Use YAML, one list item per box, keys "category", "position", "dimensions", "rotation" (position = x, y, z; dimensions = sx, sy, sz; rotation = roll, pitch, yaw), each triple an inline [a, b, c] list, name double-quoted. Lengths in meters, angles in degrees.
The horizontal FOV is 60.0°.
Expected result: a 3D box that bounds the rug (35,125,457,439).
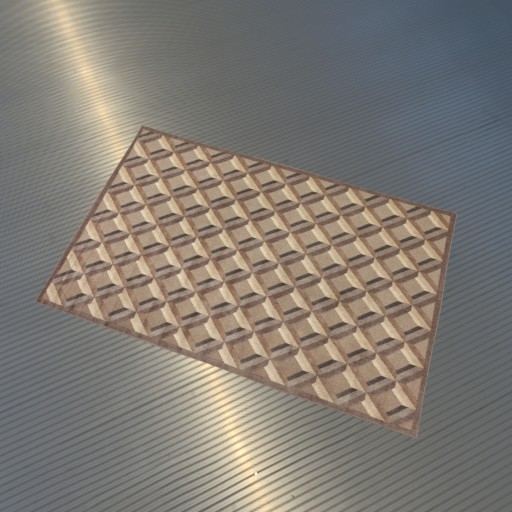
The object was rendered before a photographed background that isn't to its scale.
- category: "rug"
  position: [0.000, 0.000, 2.030]
  dimensions: [1.677, 0.011, 1.066]
  rotation: [18, 65, 8]
